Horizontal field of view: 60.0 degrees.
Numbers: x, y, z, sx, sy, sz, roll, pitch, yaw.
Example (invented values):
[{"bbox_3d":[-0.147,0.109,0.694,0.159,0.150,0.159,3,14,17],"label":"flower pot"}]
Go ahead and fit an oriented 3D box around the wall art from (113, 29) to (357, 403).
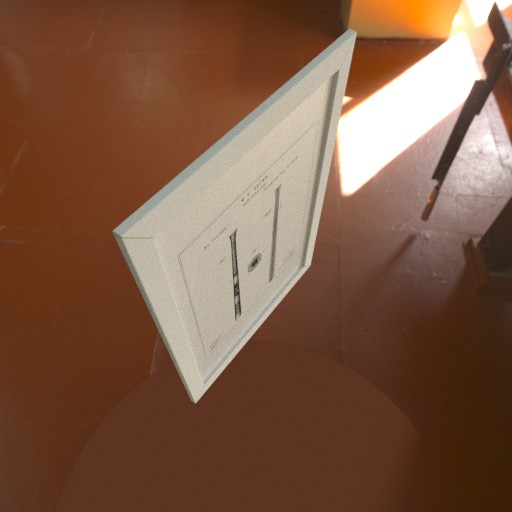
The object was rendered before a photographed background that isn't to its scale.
[{"bbox_3d":[0.000,0.000,0.666,0.012,0.529,0.374,33,63,19],"label":"wall art"}]
